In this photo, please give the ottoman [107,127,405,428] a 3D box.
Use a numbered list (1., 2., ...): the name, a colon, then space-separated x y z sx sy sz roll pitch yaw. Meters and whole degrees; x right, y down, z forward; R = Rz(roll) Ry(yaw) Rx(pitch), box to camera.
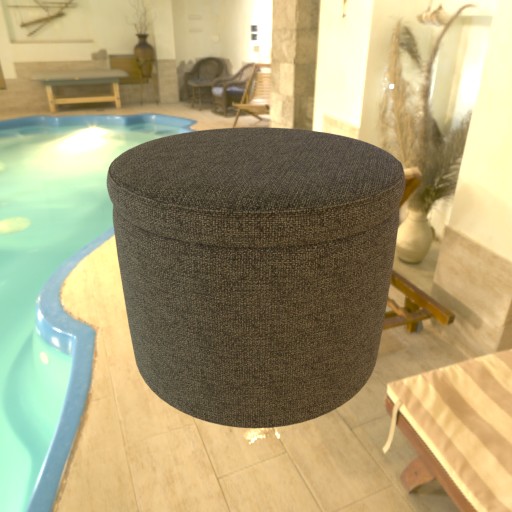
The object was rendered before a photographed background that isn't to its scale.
1. ottoman: 0.000 0.000 0.882 0.520 0.430 0.520 0 27 0
